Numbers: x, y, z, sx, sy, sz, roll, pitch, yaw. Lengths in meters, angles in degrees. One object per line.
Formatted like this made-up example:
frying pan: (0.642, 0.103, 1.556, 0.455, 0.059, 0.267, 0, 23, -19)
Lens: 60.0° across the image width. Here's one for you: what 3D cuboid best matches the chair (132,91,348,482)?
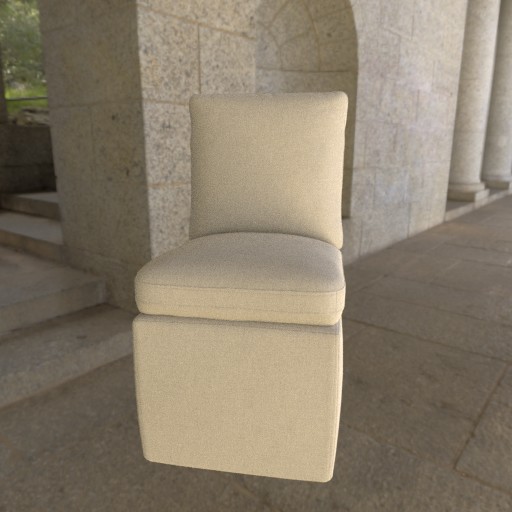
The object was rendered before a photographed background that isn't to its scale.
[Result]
chair: (0.000, 0.000, 1.276, 0.503, 0.927, 0.698, 2, 15, 9)
